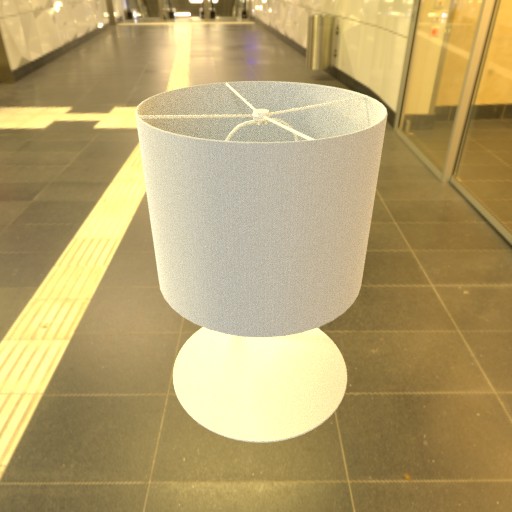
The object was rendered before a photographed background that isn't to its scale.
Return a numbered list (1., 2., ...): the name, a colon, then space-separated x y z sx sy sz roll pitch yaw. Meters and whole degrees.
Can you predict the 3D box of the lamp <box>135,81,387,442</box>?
1. lamp: 0.000 0.000 0.673 0.299 0.454 0.341 -11 33 -17
